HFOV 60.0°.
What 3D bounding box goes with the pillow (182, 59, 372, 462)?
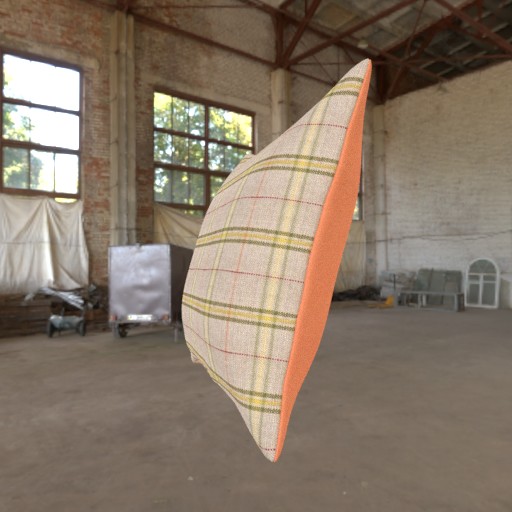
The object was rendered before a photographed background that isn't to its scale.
[{"bbox_3d":[0.000,0.000,0.681,0.200,0.430,0.453,0,-1,-18],"label":"pillow"}]
